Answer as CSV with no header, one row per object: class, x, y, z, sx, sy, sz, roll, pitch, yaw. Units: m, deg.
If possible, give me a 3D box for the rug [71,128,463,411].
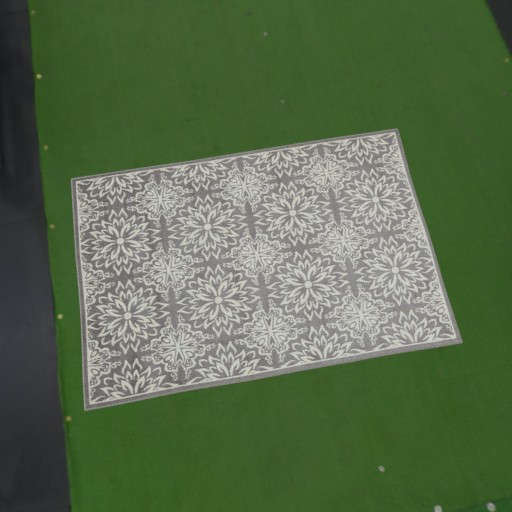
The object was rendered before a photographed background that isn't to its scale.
rug,0.000,0.000,2.301,1.847,0.012,1.224,-9,73,-3
